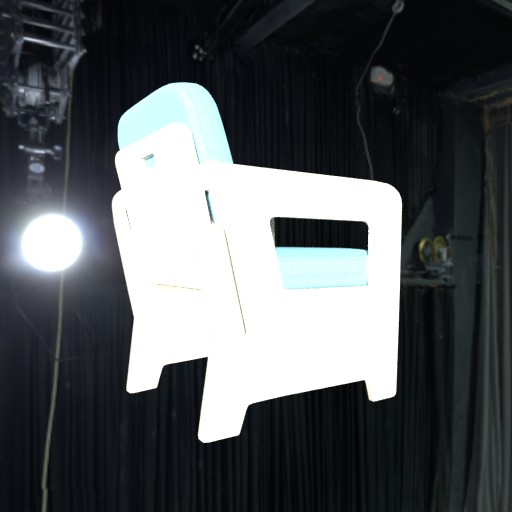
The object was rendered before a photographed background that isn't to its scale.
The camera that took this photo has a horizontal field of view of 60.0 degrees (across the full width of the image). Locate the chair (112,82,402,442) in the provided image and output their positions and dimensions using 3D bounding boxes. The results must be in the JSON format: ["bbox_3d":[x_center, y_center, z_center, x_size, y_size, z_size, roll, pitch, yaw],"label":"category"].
[{"bbox_3d":[0.000,0.000,1.306,0.710,0.800,0.590,0,0,-37],"label":"chair"}]
